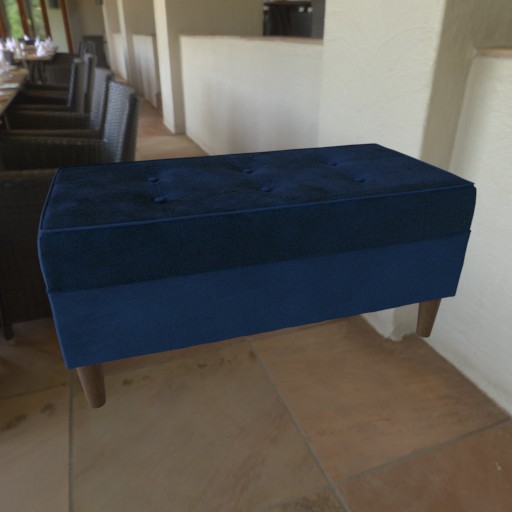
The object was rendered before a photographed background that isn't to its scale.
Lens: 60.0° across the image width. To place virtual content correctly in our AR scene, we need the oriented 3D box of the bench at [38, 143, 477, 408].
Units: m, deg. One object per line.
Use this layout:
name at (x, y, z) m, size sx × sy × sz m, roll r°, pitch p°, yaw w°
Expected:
bench at (0.000, 0.000, 1.238) m, size 1.010 × 0.467 × 0.489 m, roll -8°, pitch 28°, yaw -15°
